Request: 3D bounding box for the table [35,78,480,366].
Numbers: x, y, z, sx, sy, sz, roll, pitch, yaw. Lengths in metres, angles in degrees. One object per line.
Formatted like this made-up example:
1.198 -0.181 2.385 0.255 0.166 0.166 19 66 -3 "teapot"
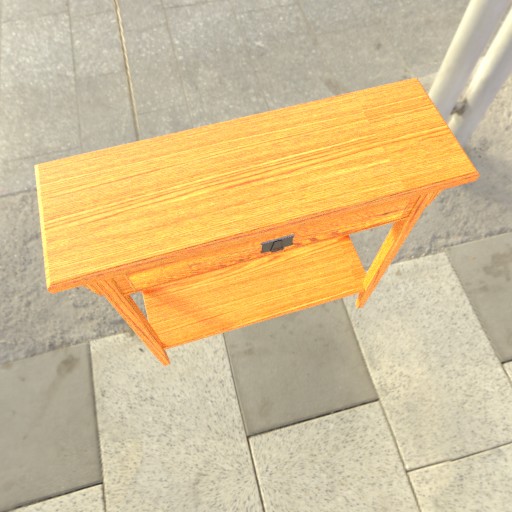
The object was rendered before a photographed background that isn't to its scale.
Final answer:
0.000 0.000 1.111 0.762 0.711 0.254 -15 65 -7 "table"
